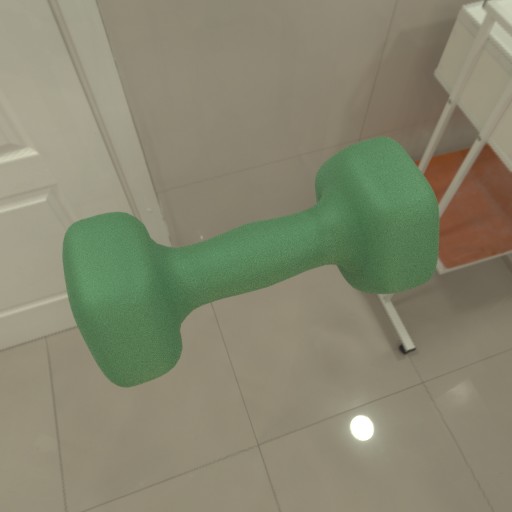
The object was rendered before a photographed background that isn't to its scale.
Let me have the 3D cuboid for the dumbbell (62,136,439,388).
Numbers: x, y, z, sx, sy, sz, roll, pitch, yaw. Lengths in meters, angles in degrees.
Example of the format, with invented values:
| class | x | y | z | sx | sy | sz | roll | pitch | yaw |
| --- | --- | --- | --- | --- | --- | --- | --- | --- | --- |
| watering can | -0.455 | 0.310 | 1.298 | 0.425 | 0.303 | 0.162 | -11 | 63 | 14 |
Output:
| class | x | y | z | sx | sy | sz | roll | pitch | yaw |
| --- | --- | --- | --- | --- | --- | --- | --- | --- | --- |
| dumbbell | 0.000 | 0.000 | 0.333 | 0.260 | 0.117 | 0.129 | -17 | 60 | -10 |
